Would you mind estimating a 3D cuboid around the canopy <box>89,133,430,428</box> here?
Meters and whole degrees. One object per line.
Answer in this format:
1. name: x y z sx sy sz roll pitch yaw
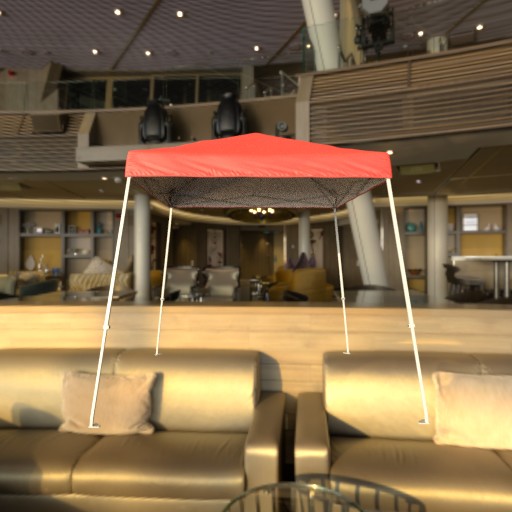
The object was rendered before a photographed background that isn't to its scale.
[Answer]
1. canopy: 0.000 0.000 6.478 3.599 3.600 3.600 0 0 -2
